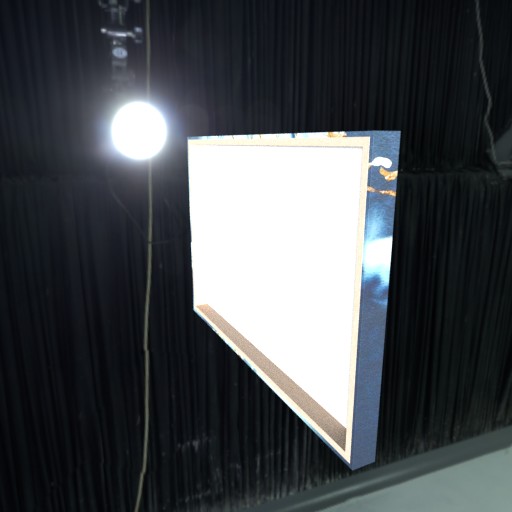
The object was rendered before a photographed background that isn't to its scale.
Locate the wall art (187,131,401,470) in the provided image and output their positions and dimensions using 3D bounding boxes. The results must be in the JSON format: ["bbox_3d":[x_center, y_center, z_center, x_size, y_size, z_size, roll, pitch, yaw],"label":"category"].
[{"bbox_3d":[0.000,0.000,0.770,0.036,0.405,0.607,-7,16,-26],"label":"wall art"}]
